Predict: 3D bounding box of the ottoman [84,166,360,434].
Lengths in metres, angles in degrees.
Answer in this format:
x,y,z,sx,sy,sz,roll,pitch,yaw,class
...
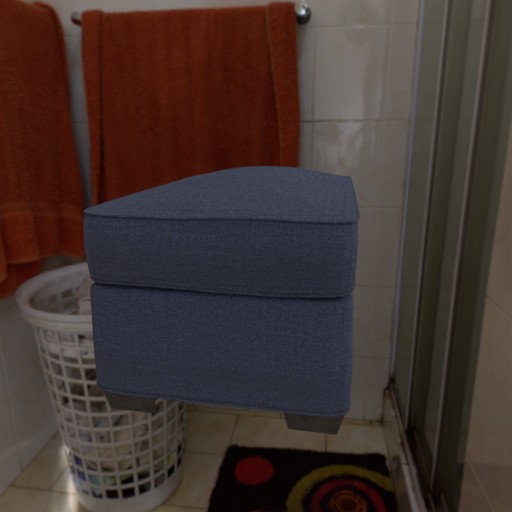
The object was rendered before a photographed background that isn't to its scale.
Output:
x,y,z,sx,sy,sz,roll,pitch,yaw,class
0.000,0.000,1.197,0.505,0.453,0.895,3,16,10,ottoman
